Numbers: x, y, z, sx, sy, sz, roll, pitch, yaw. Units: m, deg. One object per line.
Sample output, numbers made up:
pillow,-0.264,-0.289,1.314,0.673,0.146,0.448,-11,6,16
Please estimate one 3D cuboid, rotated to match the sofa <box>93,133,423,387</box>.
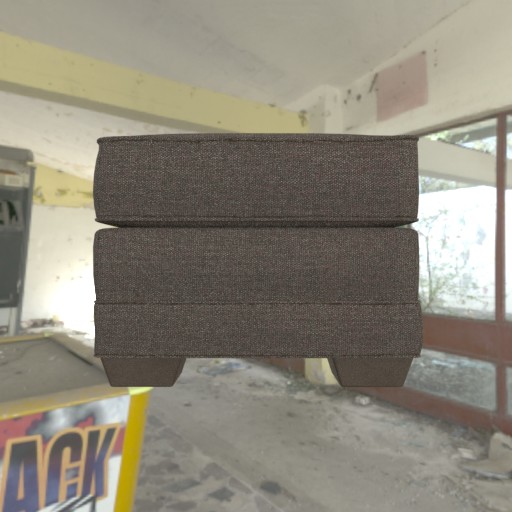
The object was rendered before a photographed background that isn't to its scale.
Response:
sofa,0.000,0.000,1.173,0.578,0.457,0.854,0,0,0
